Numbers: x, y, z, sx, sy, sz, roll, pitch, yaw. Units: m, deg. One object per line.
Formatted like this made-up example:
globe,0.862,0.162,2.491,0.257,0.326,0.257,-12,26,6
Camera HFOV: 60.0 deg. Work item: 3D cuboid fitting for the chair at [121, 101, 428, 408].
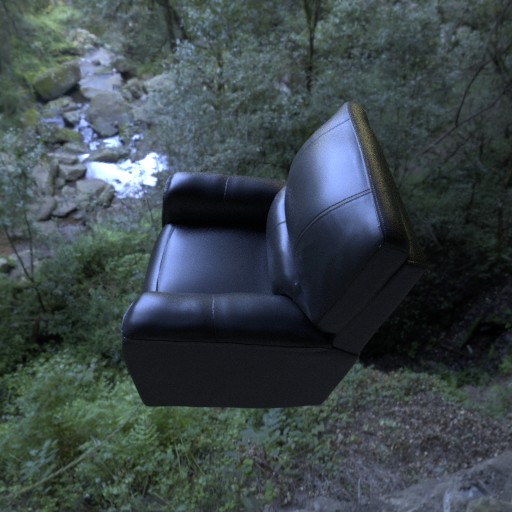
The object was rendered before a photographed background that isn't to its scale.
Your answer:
chair,0.000,0.000,2.001,1.087,1.109,1.096,0,42,0
